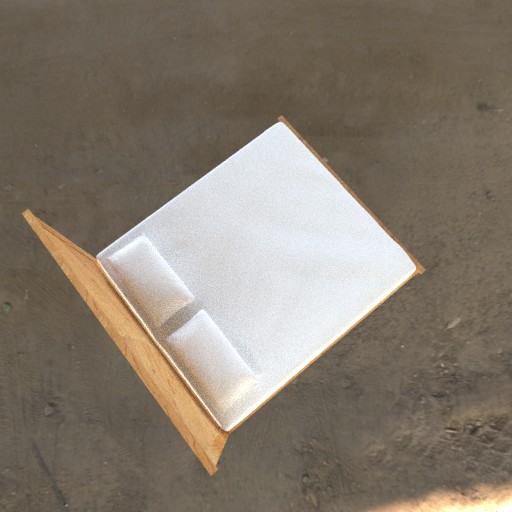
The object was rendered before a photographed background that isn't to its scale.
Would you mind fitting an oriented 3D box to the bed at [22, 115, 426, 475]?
[{"bbox_3d":[0.000,0.000,4.107,2.530,1.938,2.225,-38,79,-9],"label":"bed"}]
